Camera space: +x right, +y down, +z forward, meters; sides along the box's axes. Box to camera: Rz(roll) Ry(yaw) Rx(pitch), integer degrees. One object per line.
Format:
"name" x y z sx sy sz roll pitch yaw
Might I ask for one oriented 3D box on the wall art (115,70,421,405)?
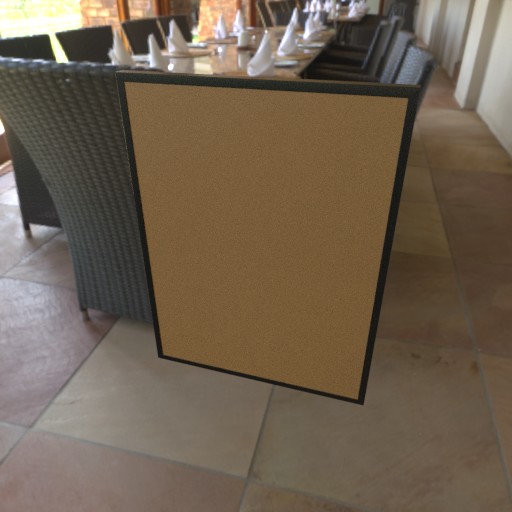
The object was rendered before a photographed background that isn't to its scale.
"wall art" 0.000 0.000 1.407 0.804 1.061 0.039 9 32 15
